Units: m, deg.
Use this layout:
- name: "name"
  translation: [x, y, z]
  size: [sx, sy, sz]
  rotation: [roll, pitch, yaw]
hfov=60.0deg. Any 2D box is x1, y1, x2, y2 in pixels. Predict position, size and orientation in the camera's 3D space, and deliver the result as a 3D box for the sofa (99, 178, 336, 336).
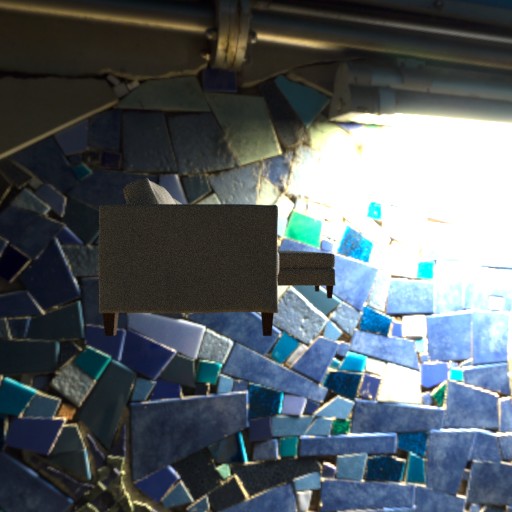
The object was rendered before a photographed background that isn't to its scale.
- name: "sofa"
  translation: [0.000, 0.000, 3.856]
  size: [1.625, 0.846, 3.186]
  rotation: [0, 0, 0]
